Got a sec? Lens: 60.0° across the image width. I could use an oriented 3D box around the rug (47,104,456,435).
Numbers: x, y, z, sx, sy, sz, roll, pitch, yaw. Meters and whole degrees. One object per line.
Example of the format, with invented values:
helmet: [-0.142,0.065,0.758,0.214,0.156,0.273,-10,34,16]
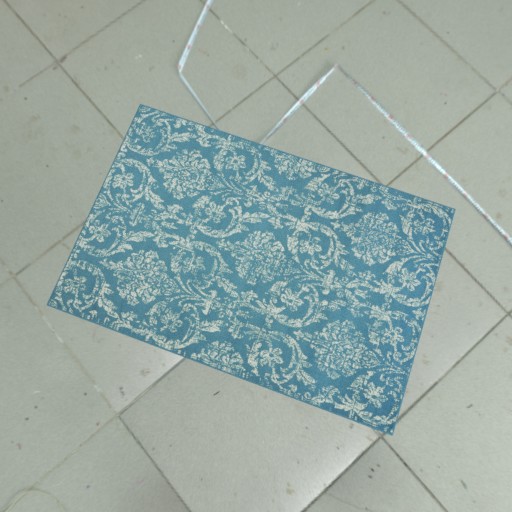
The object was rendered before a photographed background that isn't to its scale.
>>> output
rug: [0.000,0.000,3.467,2.746,0.018,1.816,20,78,4]
